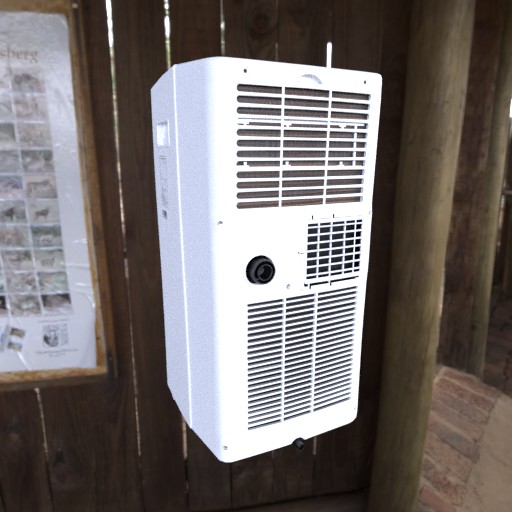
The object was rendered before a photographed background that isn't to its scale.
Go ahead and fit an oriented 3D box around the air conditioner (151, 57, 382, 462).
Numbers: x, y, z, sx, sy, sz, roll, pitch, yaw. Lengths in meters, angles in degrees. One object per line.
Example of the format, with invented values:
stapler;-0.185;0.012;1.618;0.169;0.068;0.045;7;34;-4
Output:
air conditioner;0.000;0.000;0.796;0.304;0.606;0.349;-6;14;-26
